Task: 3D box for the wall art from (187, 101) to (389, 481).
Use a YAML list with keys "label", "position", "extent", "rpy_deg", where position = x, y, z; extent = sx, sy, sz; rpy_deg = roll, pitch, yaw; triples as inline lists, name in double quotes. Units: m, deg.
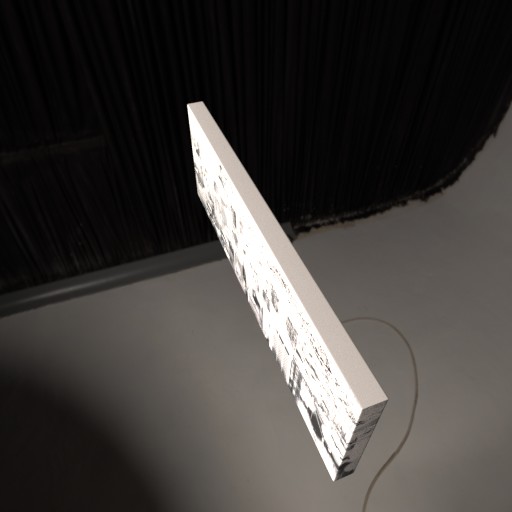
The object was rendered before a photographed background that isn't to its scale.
- label: "wall art"
  position: [0.000, 0.000, 0.846]
  extent: [0.038, 0.255, 0.763]
  rpy_deg: [-16, 48, -14]
